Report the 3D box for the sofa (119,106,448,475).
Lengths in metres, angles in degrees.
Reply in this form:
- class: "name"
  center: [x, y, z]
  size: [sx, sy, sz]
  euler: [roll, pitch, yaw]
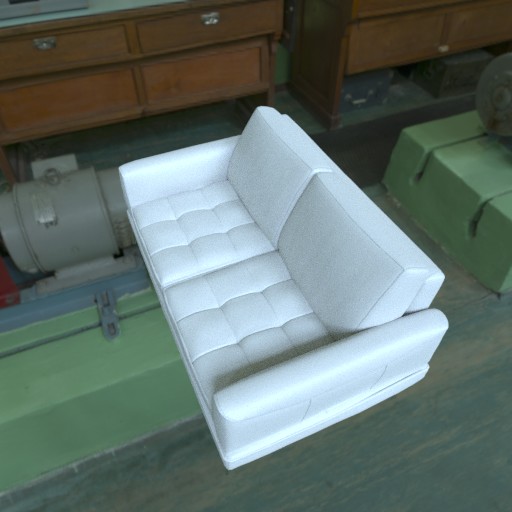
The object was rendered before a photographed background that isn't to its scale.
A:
- class: "sofa"
  center: [0.000, 0.000, 2.417]
  size: [1.121, 0.930, 1.819]
  euler: [-18, 49, -17]
